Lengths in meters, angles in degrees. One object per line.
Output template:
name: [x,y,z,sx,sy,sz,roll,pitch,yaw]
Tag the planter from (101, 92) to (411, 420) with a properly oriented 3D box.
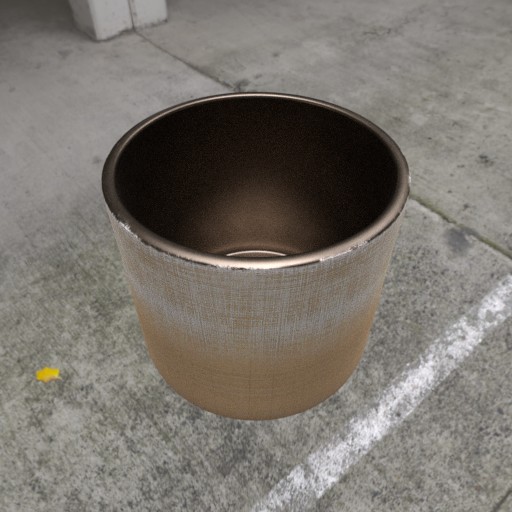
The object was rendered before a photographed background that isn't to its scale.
planter: [0.000,0.000,0.388,0.221,0.201,0.221,0,45,0]
